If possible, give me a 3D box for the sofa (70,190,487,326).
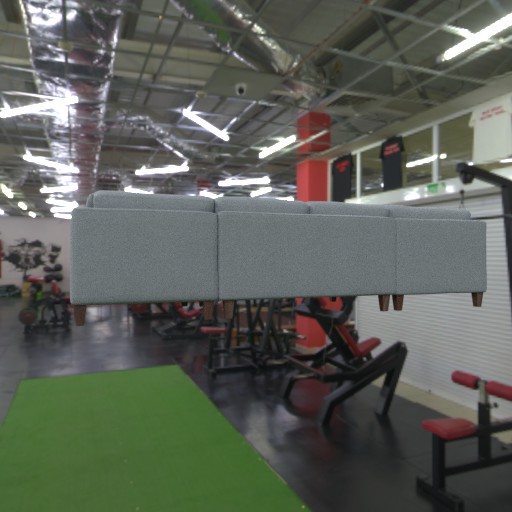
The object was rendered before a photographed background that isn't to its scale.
[{"bbox_3d":[0.000,0.000,4.322,3.238,0.853,2.551,0,0,-20],"label":"sofa"}]
